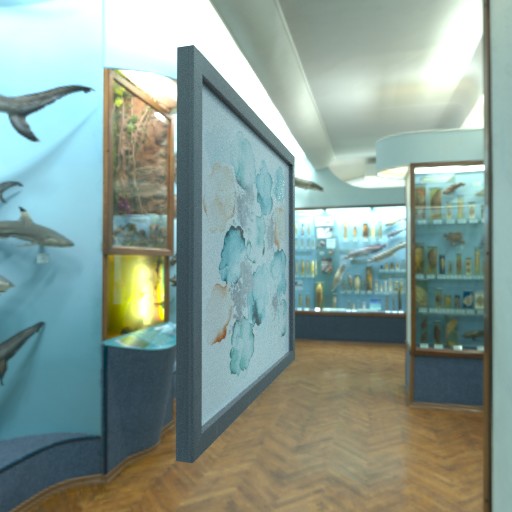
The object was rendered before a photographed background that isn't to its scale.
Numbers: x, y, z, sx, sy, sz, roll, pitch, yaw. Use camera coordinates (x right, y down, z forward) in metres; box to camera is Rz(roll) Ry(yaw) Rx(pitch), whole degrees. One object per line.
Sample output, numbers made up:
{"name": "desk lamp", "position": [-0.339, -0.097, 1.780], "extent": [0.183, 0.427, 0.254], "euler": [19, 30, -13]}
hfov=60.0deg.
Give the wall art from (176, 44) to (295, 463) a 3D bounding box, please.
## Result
{"name": "wall art", "position": [0.000, 0.000, 0.909], "extent": [0.026, 0.558, 0.660], "euler": [0, -1, 17]}
